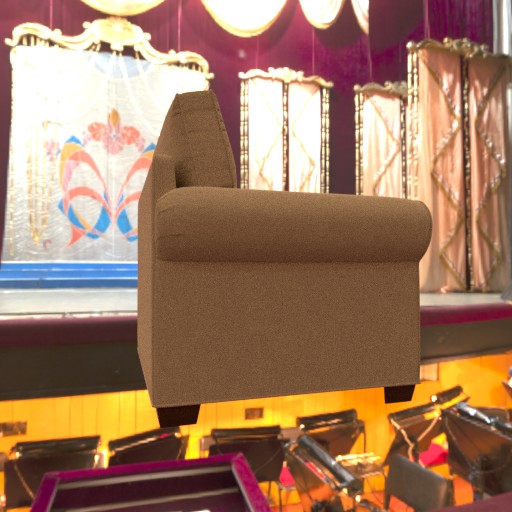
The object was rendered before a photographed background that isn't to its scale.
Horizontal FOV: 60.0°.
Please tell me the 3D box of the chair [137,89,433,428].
[{"bbox_3d":[0.000,0.000,1.734,0.863,0.955,1.040,0,-1,-17],"label":"chair"}]
